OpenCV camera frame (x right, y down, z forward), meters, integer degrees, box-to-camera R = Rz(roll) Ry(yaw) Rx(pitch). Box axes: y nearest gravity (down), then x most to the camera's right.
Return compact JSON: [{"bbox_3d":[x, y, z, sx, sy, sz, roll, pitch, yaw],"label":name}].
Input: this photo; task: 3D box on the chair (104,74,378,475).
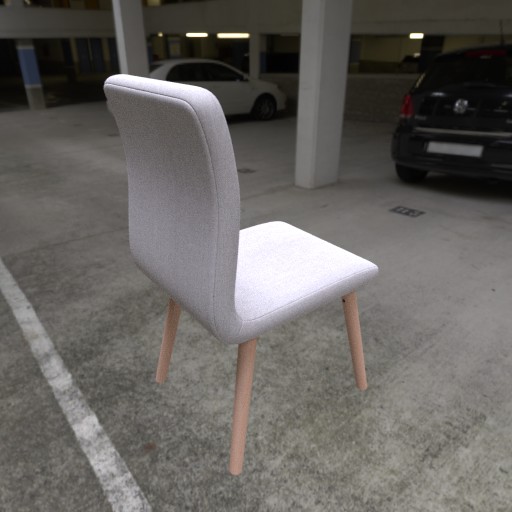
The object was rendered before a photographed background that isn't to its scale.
[{"bbox_3d":[0.000,0.000,1.158,0.550,0.885,0.435,-19,33,-33],"label":"chair"}]
